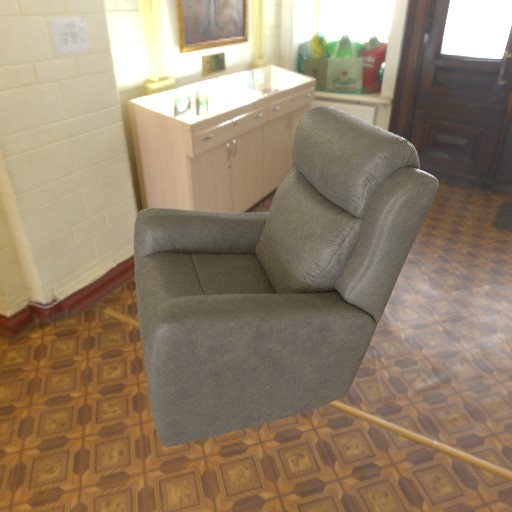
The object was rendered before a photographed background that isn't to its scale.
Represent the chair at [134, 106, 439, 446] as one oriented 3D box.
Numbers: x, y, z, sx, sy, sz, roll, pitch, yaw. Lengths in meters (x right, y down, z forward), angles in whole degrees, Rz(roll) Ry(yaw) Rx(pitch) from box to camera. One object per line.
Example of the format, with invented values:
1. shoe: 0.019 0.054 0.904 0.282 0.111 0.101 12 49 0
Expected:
1. chair: 0.000 0.000 1.940 1.068 1.116 0.965 -8 31 -14
